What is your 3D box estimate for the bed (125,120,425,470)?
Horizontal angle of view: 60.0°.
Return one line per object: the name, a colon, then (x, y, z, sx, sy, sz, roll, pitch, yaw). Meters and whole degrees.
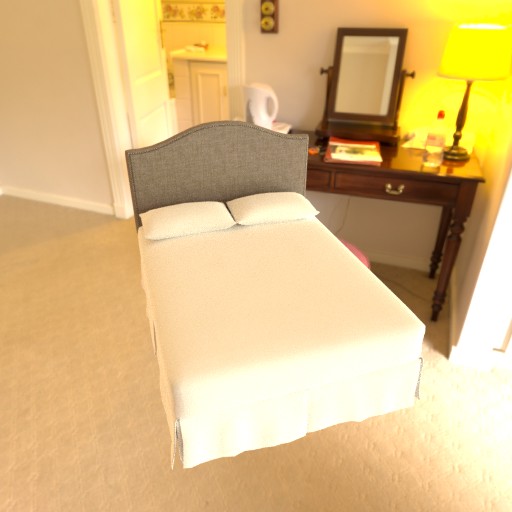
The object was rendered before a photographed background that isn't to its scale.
bed: (0.000, 0.000, 3.307, 1.713, 1.518, 2.153, -9, 32, -15)
